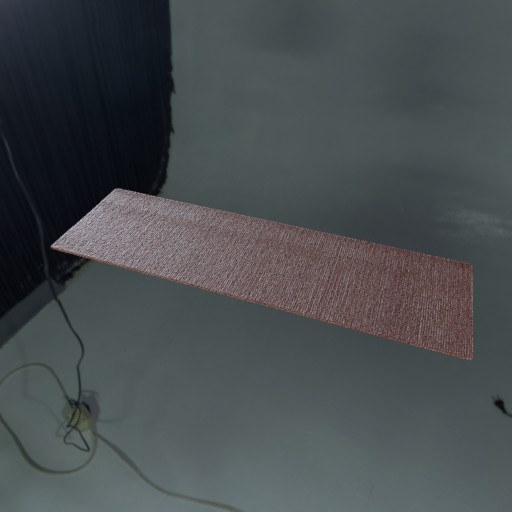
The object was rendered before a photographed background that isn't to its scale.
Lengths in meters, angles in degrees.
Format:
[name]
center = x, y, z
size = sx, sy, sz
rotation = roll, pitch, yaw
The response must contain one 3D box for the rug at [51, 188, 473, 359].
[rug]
center = 0.000, 0.000, 2.521
size = 2.307, 0.012, 0.687
rotation = 13, 42, 15
